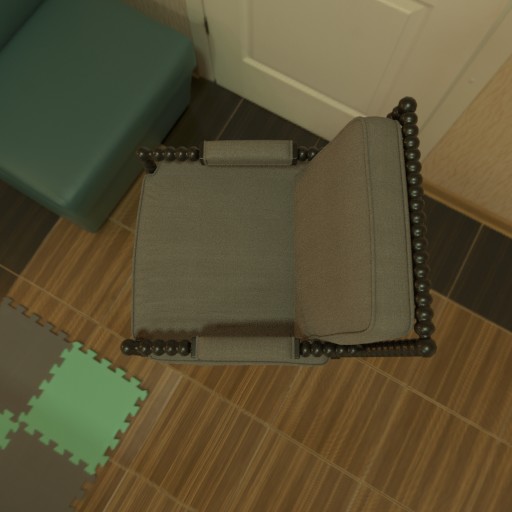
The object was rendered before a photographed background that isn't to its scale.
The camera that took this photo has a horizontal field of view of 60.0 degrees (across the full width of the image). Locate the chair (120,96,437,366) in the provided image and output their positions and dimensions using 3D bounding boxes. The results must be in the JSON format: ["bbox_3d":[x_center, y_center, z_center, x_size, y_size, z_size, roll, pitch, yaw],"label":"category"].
[{"bbox_3d":[0.000,0.000,1.112,0.622,0.661,0.540,1,77,0],"label":"chair"}]
